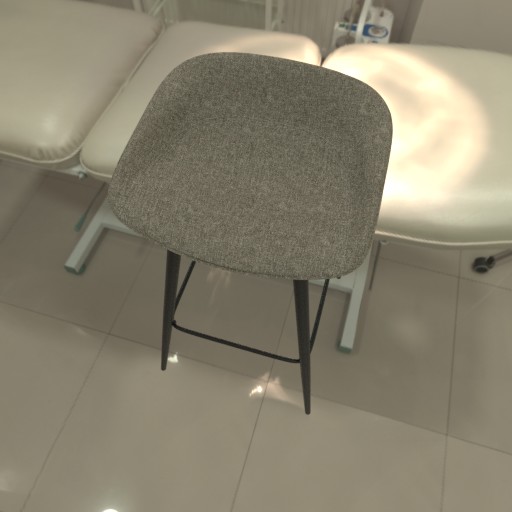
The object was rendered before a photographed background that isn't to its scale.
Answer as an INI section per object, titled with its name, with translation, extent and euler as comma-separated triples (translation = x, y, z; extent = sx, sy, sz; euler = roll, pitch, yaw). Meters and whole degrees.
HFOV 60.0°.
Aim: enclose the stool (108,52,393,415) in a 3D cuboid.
[stool]
translation = 0.000, 0.000, 1.090
extent = 0.469, 0.814, 0.480
euler = 14, 60, 8
